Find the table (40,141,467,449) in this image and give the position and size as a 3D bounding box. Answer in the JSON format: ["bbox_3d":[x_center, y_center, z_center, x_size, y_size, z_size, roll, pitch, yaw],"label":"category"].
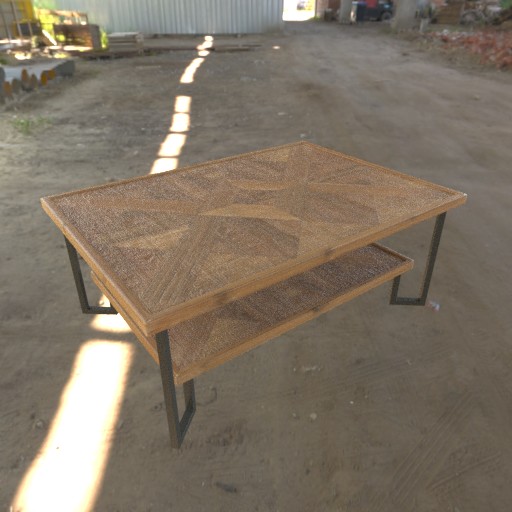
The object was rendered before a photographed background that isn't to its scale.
[{"bbox_3d":[0.000,0.000,1.692,1.238,0.492,0.877,-20,36,-31],"label":"table"}]
